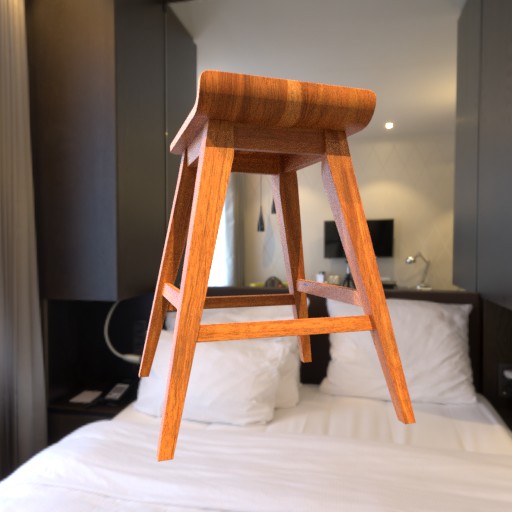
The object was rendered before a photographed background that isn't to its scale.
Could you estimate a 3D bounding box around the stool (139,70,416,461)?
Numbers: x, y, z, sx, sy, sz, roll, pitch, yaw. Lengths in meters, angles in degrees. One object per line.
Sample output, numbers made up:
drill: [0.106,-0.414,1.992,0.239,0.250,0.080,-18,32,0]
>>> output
stool: [0.000,0.000,1.025,0.500,0.650,0.500,-1,2,-18]
